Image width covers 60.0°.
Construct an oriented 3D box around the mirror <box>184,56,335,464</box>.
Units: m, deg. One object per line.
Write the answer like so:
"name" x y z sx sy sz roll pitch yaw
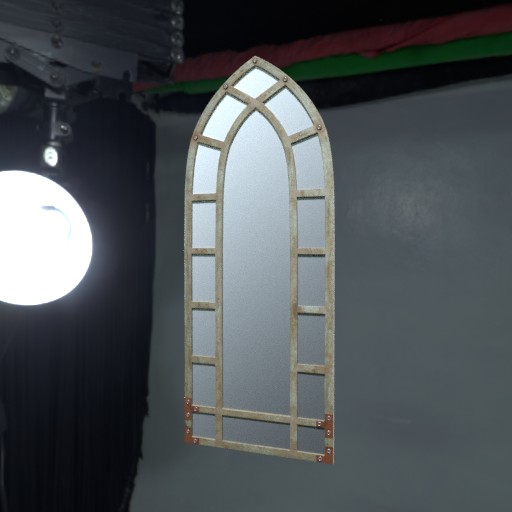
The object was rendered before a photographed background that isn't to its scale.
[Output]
"mirror" 0.000 0.000 1.320 0.464 1.175 0.025 0 1 18
